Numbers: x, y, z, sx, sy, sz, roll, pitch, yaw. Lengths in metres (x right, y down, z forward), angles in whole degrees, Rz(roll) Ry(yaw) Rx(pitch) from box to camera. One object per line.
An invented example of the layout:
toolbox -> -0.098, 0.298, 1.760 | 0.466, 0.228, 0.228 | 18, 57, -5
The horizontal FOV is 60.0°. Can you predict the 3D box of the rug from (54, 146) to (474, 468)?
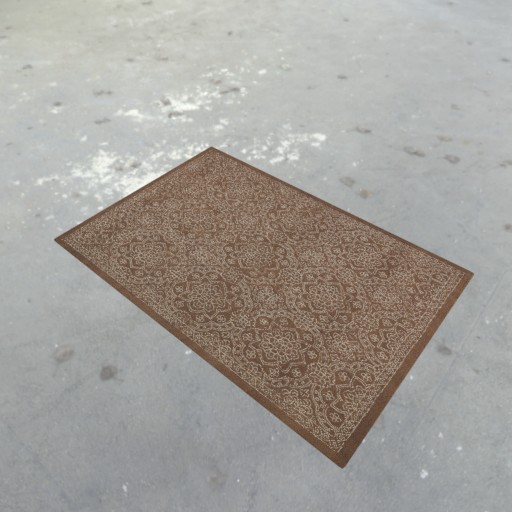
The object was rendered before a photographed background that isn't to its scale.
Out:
rug -> 0.000, 0.000, 2.299 | 1.829, 0.010, 1.219 | 31, 53, 27
